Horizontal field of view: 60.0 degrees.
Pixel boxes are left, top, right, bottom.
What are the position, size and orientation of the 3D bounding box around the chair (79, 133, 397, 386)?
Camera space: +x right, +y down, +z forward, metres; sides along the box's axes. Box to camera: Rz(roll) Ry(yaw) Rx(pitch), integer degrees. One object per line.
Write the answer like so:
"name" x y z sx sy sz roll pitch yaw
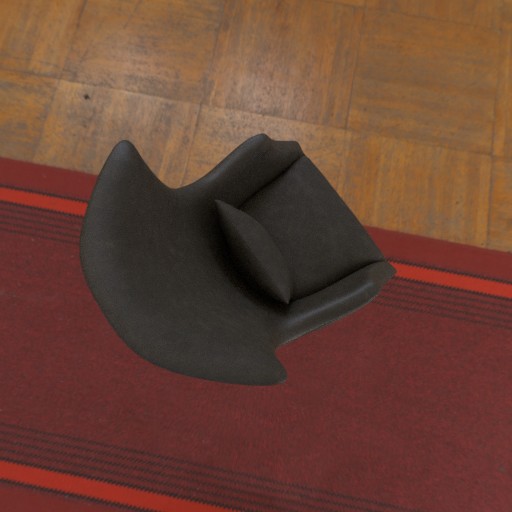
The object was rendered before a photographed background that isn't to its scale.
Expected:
"chair" 0.000 0.000 1.697 0.954 1.068 0.819 -34 79 -8
